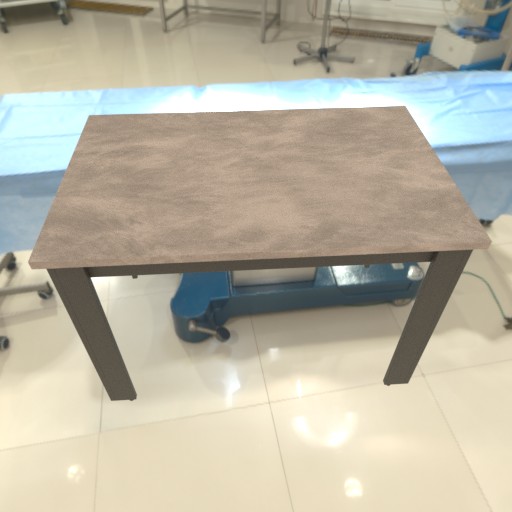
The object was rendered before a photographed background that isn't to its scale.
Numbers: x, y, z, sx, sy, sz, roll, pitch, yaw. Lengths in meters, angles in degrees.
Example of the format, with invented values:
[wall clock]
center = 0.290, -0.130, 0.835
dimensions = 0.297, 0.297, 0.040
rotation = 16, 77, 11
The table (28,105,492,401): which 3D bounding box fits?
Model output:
[table]
center = 0.000, 0.000, 1.552
dimensions = 1.100, 0.734, 0.700
rotation = -3, 45, -3
